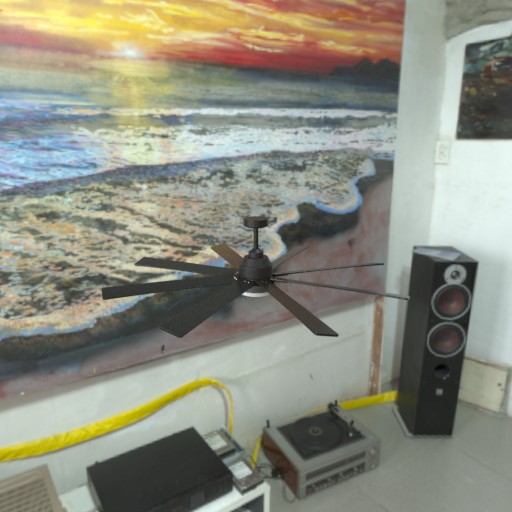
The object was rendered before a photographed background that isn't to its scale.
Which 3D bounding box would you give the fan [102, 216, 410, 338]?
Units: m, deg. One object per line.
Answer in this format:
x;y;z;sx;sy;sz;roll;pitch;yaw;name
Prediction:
0.000;0.000;2.743;1.830;0.472;1.830;7;16;24;fan
